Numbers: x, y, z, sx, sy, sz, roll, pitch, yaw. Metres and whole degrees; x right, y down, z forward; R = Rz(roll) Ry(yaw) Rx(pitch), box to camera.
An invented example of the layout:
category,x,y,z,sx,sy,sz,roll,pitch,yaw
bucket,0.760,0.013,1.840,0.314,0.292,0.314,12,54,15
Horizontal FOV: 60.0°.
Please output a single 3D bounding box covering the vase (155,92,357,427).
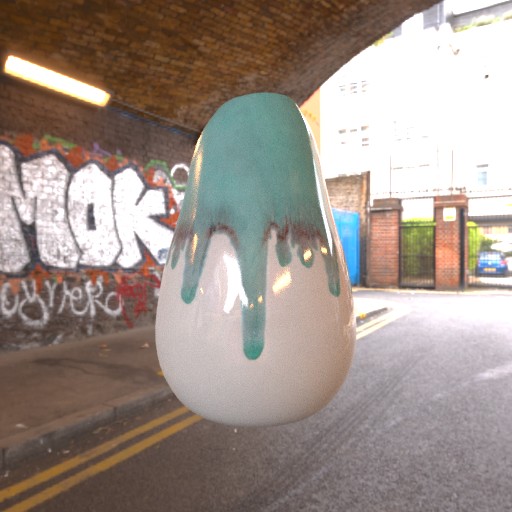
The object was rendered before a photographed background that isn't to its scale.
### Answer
category,x,y,z,sx,sy,sz,roll,pitch,yaw
vase,0.000,0.000,0.262,0.116,0.179,0.116,0,0,0
